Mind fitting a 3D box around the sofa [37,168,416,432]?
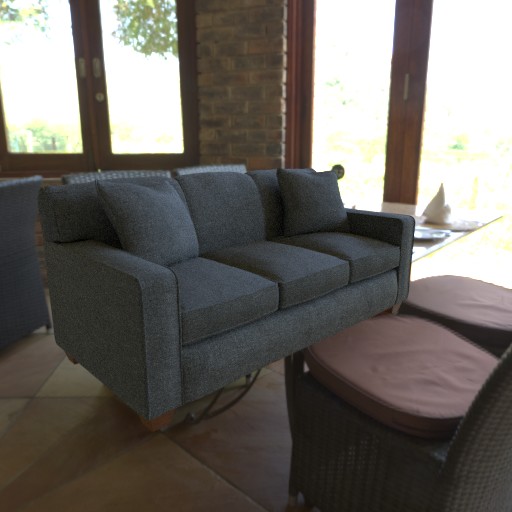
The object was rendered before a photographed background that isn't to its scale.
[{"bbox_3d":[0.000,0.000,2.572,2.024,0.958,0.997,-13,19,-42],"label":"sofa"}]
